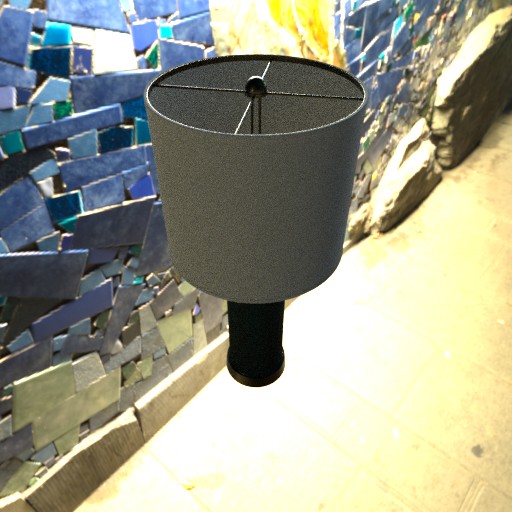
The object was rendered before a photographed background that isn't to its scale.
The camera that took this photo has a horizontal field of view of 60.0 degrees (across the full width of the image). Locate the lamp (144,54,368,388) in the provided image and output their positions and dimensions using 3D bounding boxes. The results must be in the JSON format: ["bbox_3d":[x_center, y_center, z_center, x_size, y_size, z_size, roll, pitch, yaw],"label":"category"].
[{"bbox_3d":[0.000,0.000,0.798,0.301,0.630,0.301,-24,46,-26],"label":"lamp"}]
